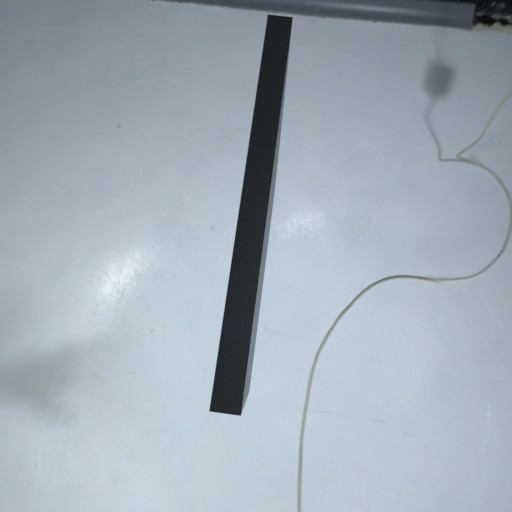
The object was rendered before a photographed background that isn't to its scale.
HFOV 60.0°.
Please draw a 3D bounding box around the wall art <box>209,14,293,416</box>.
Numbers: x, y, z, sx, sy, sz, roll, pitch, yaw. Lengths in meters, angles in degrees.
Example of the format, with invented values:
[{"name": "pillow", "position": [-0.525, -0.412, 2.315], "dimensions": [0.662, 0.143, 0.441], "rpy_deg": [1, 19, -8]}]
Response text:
[{"name": "wall art", "position": [0.000, 0.000, 0.751], "dimensions": [0.031, 0.558, 0.461], "rpy_deg": [7, 75, 2]}]
